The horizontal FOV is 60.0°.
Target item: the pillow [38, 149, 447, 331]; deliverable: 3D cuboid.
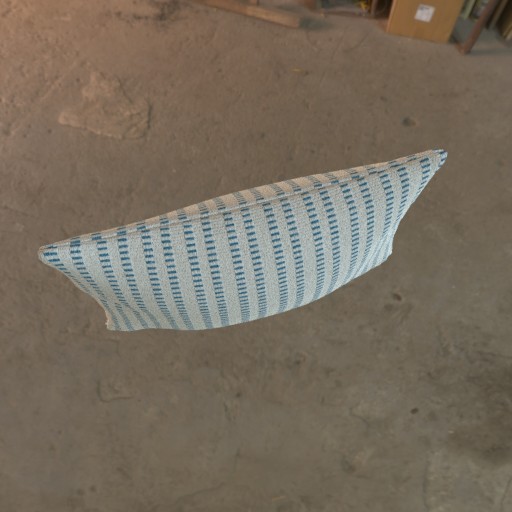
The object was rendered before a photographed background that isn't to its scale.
[{"bbox_3d":[0.000,0.000,0.805,0.640,0.353,0.210,-15,64,-7],"label":"pillow"}]
